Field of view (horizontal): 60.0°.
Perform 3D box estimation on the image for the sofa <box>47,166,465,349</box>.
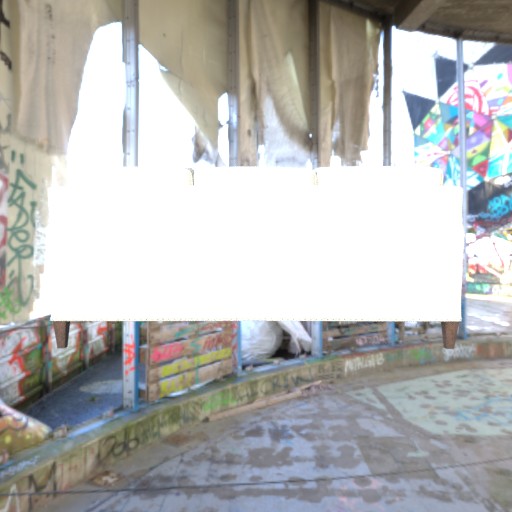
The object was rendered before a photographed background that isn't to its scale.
[{"bbox_3d":[0.000,0.000,2.820,2.246,1.003,1.084,0,0,0],"label":"sofa"}]
